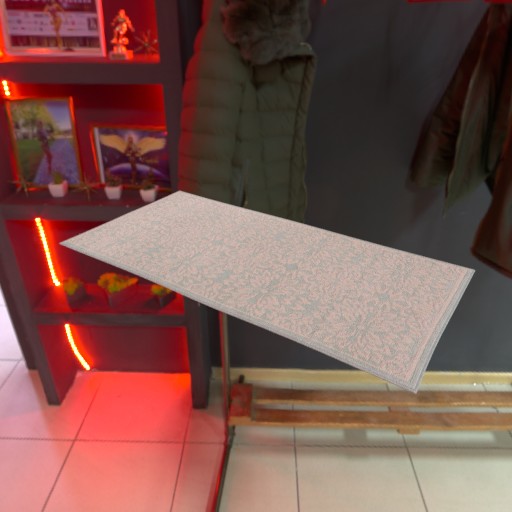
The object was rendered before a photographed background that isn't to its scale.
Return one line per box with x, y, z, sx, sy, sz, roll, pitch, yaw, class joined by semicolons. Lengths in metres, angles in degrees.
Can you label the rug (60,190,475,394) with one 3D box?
0.000;0.000;1.441;1.219;0.007;0.604;18;34;29;rug
